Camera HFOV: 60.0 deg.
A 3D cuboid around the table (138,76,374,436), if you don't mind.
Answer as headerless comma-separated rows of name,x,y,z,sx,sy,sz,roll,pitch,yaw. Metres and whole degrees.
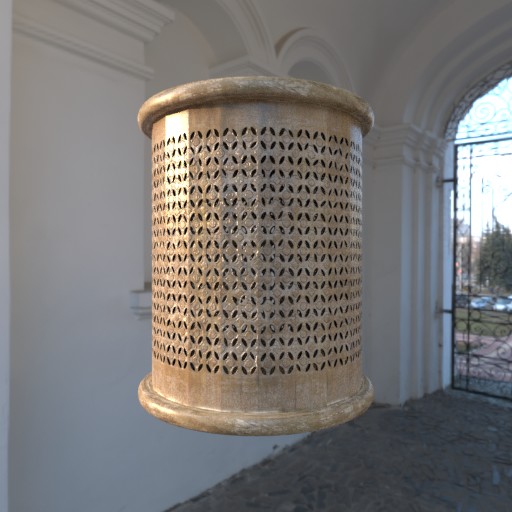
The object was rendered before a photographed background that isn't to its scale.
table,0.000,0.000,0.790,0.407,0.482,0.407,0,0,0
